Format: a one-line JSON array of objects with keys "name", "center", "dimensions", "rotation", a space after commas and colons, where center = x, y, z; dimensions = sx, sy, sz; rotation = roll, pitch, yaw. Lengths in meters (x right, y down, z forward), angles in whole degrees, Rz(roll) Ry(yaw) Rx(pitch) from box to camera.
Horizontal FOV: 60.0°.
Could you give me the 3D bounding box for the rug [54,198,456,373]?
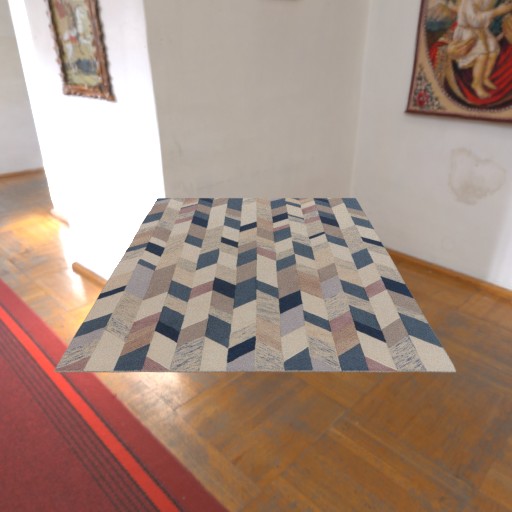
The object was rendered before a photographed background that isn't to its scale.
[{"name": "rug", "center": [0.000, 0.000, 4.050], "dimensions": [2.451, 0.011, 3.072], "rotation": [0, 27, 0]}]
